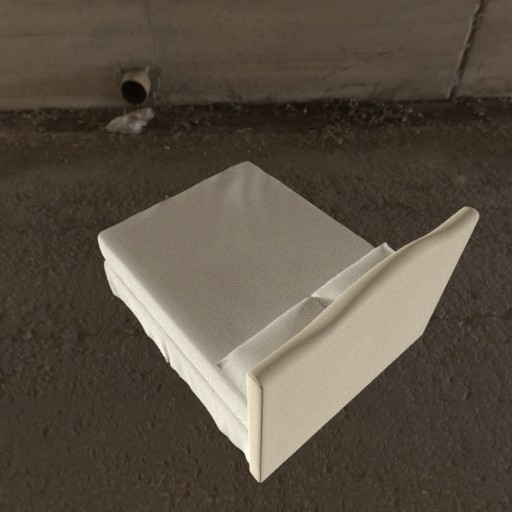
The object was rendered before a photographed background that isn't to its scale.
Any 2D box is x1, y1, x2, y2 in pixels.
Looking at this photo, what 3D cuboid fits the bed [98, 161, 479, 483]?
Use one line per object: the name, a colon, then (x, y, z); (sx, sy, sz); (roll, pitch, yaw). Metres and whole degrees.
bed: (0.000, 0.000, 3.279); (1.753, 1.460, 2.143); (-32, 54, -26)
